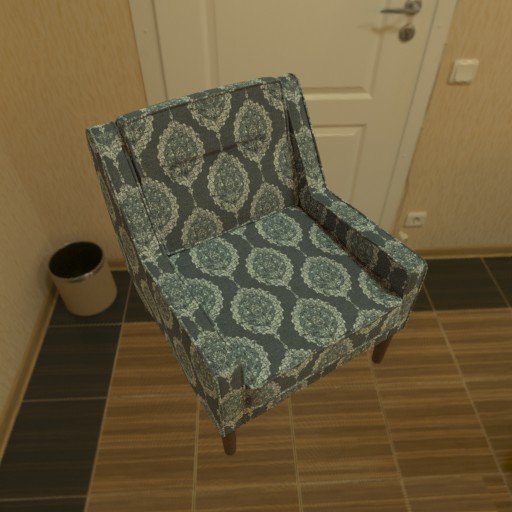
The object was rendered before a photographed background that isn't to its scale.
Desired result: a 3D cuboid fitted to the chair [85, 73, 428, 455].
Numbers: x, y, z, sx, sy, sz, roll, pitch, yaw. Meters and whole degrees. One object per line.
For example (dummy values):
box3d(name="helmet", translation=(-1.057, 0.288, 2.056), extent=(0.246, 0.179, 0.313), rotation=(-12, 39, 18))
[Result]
box3d(name="chair", translation=(0.000, 0.000, 1.324), extent=(0.663, 0.792, 0.743), rotation=(-24, 50, -22))
